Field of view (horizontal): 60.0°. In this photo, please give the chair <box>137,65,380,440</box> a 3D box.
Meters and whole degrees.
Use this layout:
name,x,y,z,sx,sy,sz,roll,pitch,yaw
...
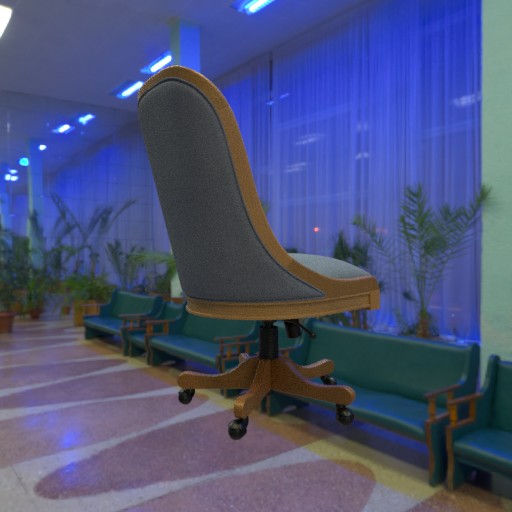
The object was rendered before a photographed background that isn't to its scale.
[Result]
name,x,y,z,sx,sy,sz,roll,pitch,yaw
chair,0.000,0.000,1.482,0.735,1.031,0.605,-1,1,-37
